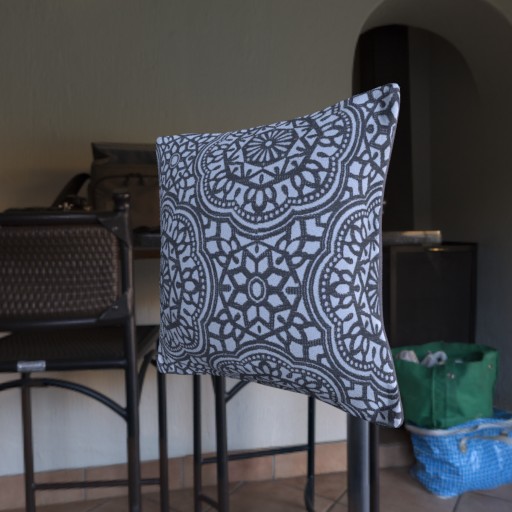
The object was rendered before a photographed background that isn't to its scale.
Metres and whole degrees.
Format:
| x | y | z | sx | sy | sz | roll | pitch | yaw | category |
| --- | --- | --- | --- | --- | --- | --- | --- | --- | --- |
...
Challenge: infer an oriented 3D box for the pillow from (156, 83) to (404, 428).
| x | y | z | sx | sy | sz | roll | pitch | yaw | category |
| --- | --- | --- | --- | --- | --- | --- | --- | --- | --- |
| 0.000 | 0.000 | 0.657 | 0.436 | 0.417 | 0.148 | 0 | 1 | 36 | pillow |
